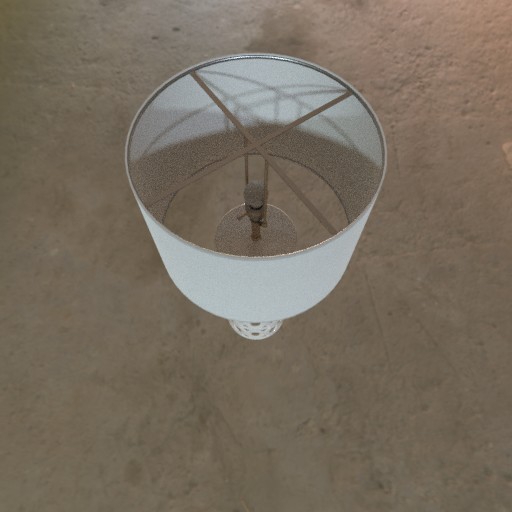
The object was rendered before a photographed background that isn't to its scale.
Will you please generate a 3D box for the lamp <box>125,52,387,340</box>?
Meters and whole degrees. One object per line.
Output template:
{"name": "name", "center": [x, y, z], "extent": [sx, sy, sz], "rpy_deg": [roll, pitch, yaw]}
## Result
{"name": "lamp", "center": [0.000, 0.000, 0.838], "extent": [0.324, 0.636, 0.325], "rpy_deg": [-32, 68, -15]}
